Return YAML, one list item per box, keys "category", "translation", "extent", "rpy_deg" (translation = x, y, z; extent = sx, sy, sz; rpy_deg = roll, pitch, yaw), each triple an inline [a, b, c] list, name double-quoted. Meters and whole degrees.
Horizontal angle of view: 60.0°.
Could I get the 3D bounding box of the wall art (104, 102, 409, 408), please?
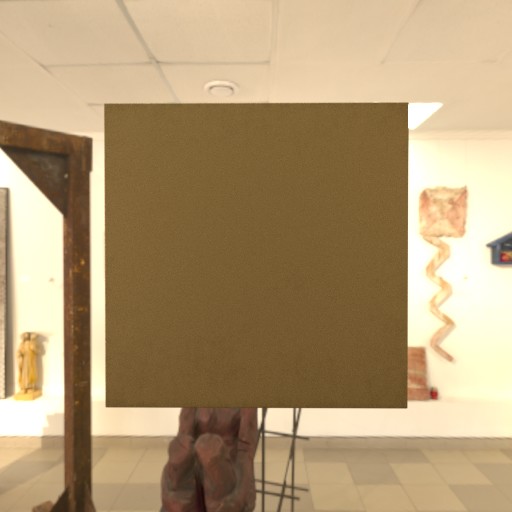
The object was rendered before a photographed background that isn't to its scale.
- category: "wall art"
  translation: [0.000, 0.000, 0.749]
  extent: [0.503, 0.506, 0.030]
  rpy_deg: [0, 1, 1]
